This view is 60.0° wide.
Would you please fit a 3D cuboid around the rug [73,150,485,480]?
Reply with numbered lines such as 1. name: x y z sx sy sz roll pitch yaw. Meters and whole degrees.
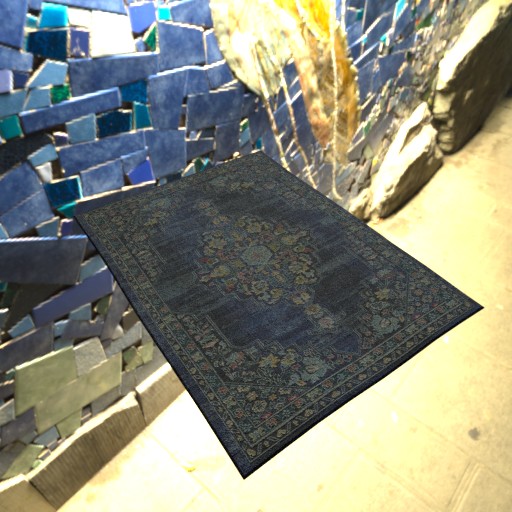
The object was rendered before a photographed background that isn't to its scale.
1. rug: 0.000 0.000 4.665 2.716 0.035 3.612 -25 48 -25
